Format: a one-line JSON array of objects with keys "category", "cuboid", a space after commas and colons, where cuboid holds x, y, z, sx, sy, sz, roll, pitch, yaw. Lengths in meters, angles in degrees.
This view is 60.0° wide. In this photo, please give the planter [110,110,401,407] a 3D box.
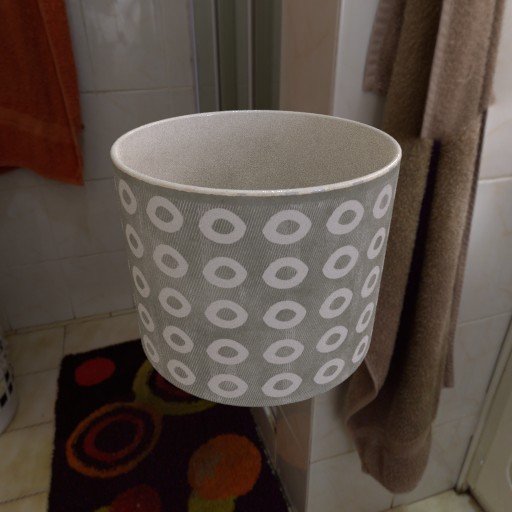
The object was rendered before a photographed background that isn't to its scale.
[{"category": "planter", "cuboid": [0.000, 0.000, 0.345, 0.190, 0.181, 0.190, 0, 30, 0]}]
